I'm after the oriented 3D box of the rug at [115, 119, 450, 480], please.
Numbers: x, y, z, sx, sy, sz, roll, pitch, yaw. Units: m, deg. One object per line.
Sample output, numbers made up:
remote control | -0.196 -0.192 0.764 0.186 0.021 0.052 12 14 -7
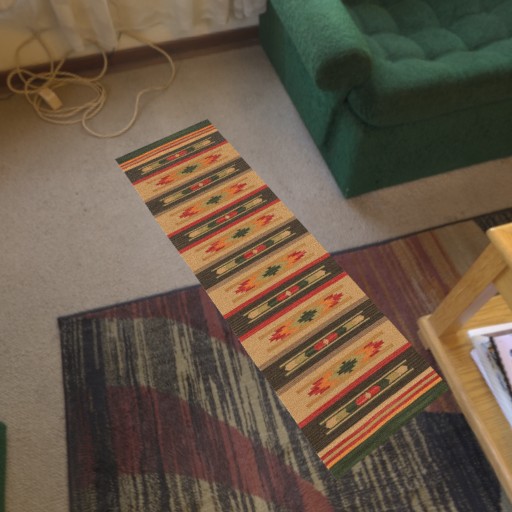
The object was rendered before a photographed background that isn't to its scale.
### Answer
rug | 0.000 0.000 2.695 0.760 0.009 2.440 -30 63 -17
